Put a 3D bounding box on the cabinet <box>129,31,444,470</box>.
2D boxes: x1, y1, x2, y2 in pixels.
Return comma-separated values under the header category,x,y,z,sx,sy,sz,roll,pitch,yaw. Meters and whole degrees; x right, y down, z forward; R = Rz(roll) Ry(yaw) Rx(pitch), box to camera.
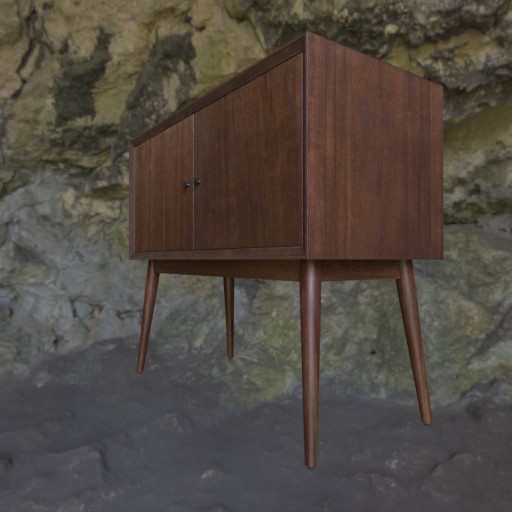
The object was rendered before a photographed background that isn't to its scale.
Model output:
category,x,y,z,sx,sy,sz,roll,pitch,yaw
cabinet,0.000,0.000,1.051,0.354,0.654,0.743,0,-1,-36
